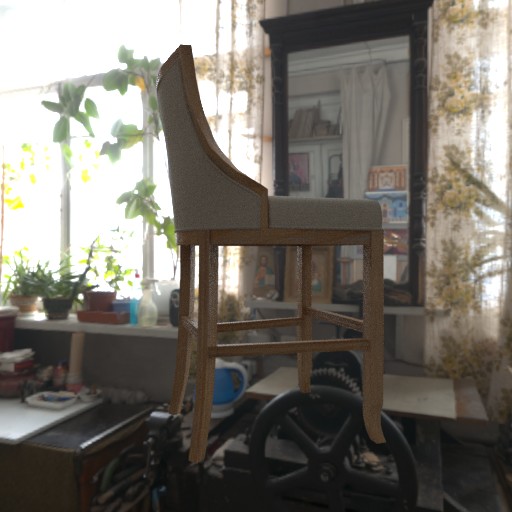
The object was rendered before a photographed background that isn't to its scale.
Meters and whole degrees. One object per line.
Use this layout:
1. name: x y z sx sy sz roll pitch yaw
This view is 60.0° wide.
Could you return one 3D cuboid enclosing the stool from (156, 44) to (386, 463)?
1. stool: 0.000 0.000 1.441 0.626 1.101 0.524 0 1 -20
